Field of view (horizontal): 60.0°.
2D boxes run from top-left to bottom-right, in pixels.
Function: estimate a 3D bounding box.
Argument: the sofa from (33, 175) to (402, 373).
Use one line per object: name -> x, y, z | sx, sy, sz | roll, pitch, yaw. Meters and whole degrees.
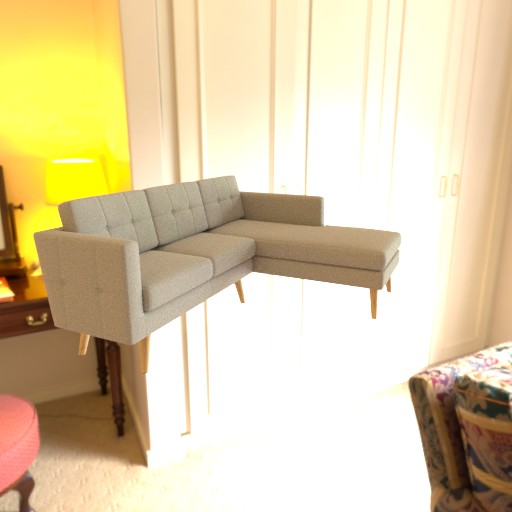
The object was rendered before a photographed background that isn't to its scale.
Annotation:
sofa -> 0.000, 0.000, 2.849 | 1.530, 0.860, 2.040 | 7, 17, 25
